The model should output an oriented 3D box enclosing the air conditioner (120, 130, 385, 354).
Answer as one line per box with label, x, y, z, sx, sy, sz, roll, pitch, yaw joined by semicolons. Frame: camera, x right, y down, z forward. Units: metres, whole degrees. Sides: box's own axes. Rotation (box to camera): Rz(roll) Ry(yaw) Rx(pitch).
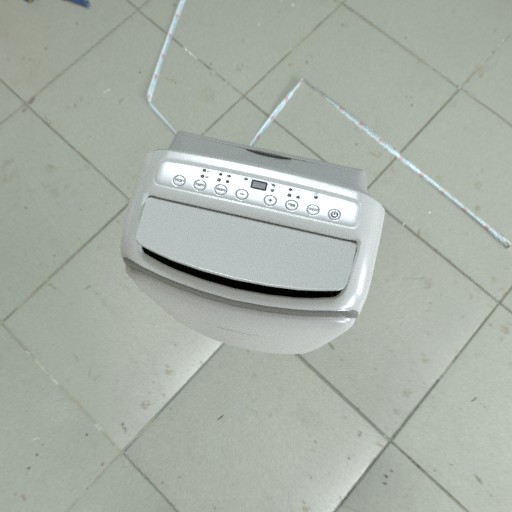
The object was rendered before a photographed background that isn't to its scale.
air conditioner;0.000;0.000;1.088;0.449;0.786;0.414;13;75;3
